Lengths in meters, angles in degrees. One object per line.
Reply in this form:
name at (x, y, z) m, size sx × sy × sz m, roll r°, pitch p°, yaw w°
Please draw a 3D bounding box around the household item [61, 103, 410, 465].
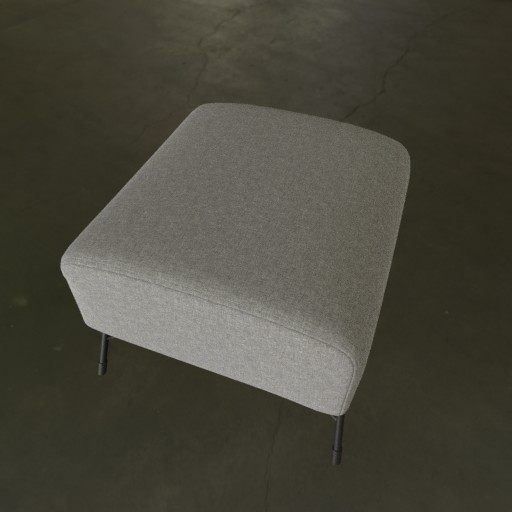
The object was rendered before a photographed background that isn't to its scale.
household item at (0.000, 0.000, 0.899) m, size 0.530 × 0.410 × 0.530 m, roll 16°, pitch 49°, yaw 14°
